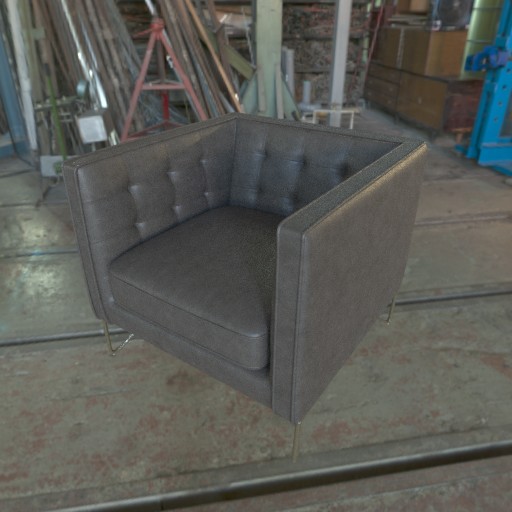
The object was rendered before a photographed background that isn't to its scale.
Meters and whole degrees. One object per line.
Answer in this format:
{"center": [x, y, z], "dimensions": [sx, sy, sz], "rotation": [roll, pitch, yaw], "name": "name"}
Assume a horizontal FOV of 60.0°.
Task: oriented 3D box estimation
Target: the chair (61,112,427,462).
{"center": [0.000, 0.000, 1.617], "dimensions": [0.880, 0.790, 0.894], "rotation": [19, 34, 30], "name": "chair"}
